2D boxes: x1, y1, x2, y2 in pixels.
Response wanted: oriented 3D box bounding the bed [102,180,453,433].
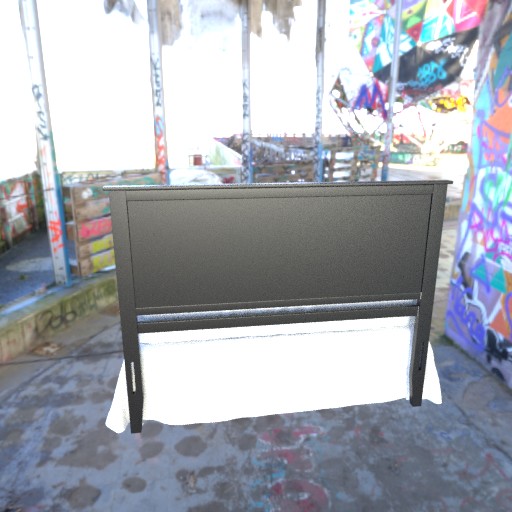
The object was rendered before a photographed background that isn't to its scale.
[{"bbox_3d":[0.000,0.000,3.182,1.870,1.270,2.050,-2,16,-8],"label":"bed"}]
